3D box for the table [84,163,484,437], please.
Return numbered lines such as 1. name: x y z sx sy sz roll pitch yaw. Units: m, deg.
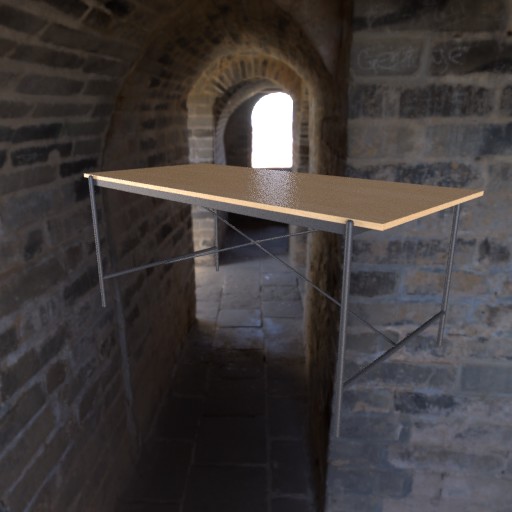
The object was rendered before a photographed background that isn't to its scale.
1. table: 0.000 0.000 2.251 1.800 0.758 0.900 16 23 41
